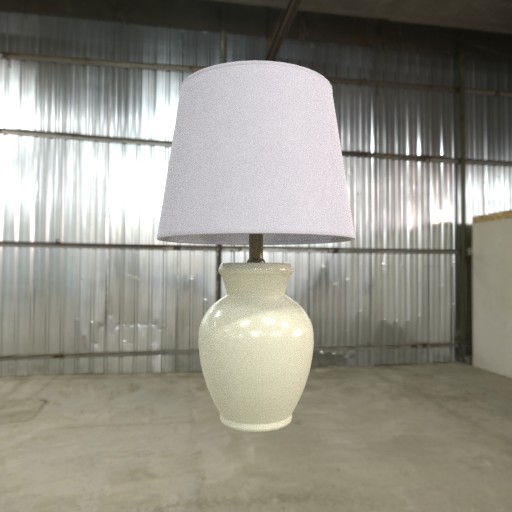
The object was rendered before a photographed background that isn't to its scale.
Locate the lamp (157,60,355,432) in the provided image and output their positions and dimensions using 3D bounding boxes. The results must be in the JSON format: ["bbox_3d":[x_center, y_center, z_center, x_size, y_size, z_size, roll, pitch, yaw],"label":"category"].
[{"bbox_3d":[0.000,0.000,0.546,0.239,0.399,0.239,0,-1,0],"label":"lamp"}]
